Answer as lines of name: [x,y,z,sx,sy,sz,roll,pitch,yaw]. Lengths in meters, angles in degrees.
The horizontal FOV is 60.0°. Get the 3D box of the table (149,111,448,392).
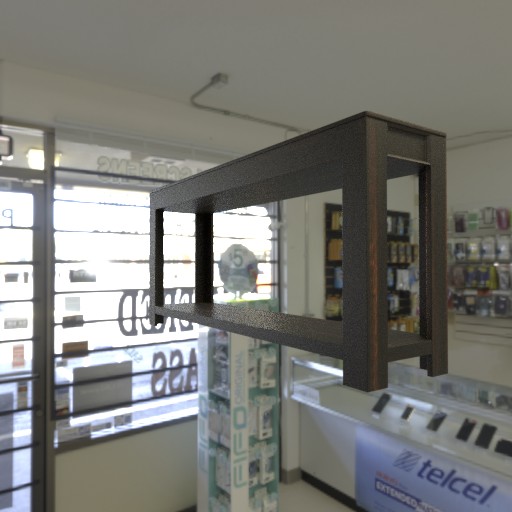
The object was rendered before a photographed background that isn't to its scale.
table: [0.000,0.000,1.975,0.384,0.762,1.631,1,-1,-34]
